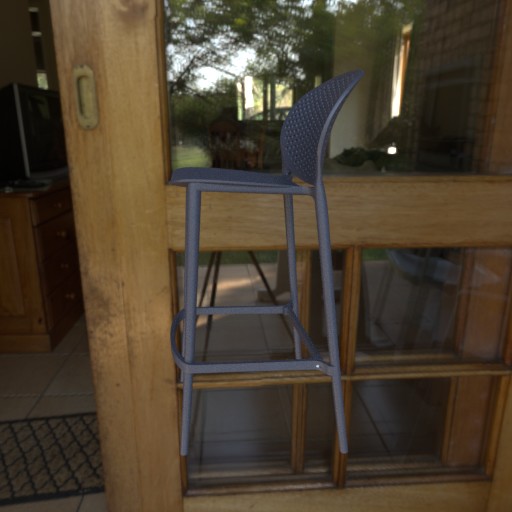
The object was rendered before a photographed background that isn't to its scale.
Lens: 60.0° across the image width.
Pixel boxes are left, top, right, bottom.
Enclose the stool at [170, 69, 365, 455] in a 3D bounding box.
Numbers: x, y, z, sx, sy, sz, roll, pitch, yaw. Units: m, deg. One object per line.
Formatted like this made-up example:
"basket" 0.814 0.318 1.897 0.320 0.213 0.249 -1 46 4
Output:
"stool" 0.000 0.000 1.343 0.535 1.045 0.536 -3 16 -9
